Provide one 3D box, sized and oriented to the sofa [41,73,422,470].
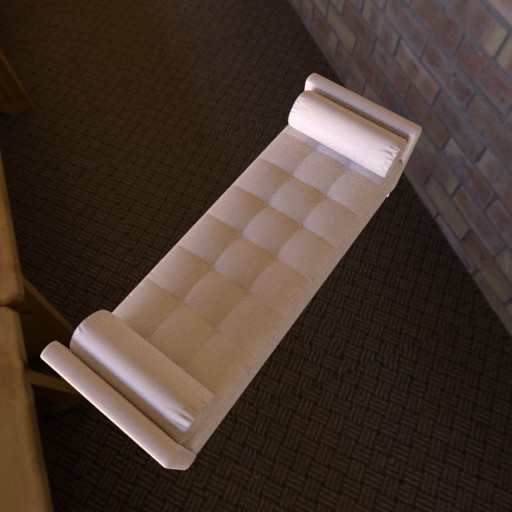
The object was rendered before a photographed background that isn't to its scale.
[{"bbox_3d":[0.000,0.000,2.285,0.686,0.635,1.981,34,68,15],"label":"sofa"}]
